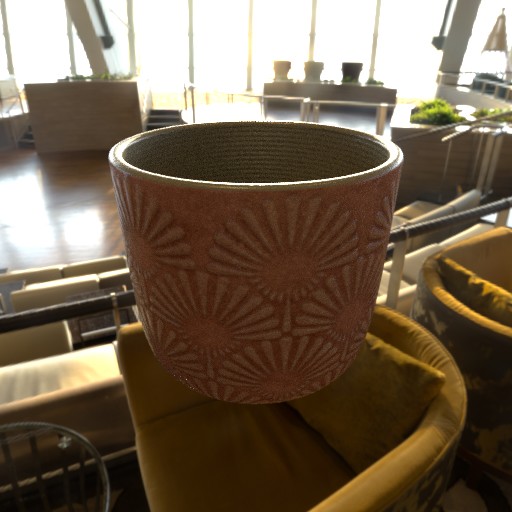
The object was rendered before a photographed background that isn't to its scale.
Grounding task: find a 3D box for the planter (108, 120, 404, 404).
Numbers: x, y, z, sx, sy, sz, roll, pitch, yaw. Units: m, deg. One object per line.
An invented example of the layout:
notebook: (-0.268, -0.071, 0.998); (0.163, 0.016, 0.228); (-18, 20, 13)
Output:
planter: (0.000, 0.000, 0.217); (0.124, 0.109, 0.124); (0, 26, 0)
